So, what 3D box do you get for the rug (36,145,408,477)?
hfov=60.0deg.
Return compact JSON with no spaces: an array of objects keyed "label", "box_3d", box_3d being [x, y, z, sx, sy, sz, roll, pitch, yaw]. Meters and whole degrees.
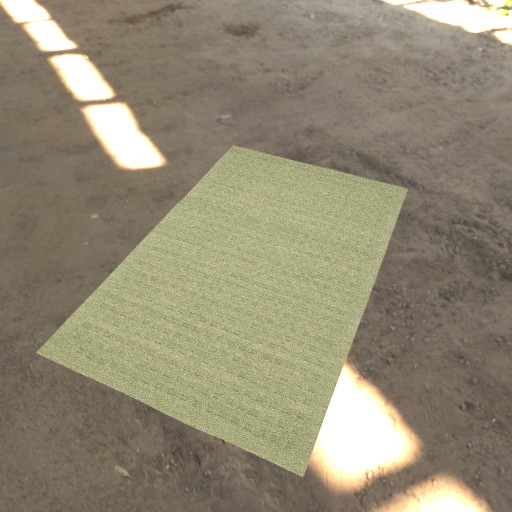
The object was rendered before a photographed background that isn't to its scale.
[{"label":"rug","box_3d":[0.000,0.000,2.178,1.143,0.006,1.747,18,47,17]}]
